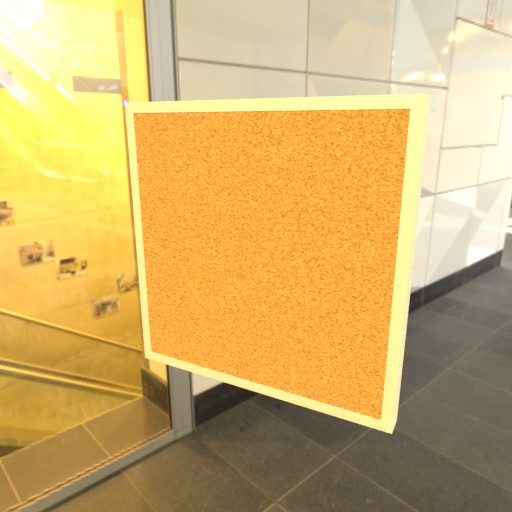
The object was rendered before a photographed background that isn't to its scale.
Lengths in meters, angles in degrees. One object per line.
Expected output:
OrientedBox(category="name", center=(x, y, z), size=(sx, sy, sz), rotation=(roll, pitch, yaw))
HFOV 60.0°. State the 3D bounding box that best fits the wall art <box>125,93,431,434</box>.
OrientedBox(category="wall art", center=(0.000, 0.000, 0.758), size=(0.506, 0.505, 0.038), rotation=(9, 19, 27))
